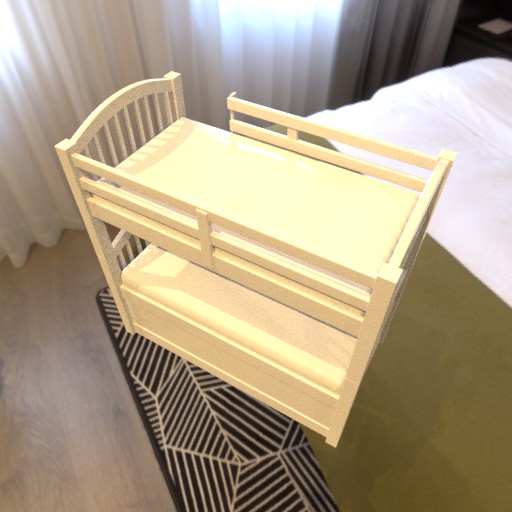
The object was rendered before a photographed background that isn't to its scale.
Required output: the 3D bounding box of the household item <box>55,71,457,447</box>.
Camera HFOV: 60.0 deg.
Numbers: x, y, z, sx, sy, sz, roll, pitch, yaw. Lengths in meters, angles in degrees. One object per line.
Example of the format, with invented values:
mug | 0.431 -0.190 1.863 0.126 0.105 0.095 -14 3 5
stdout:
household item | 0.000 0.000 3.225 2.032 2.032 1.143 23 52 20
